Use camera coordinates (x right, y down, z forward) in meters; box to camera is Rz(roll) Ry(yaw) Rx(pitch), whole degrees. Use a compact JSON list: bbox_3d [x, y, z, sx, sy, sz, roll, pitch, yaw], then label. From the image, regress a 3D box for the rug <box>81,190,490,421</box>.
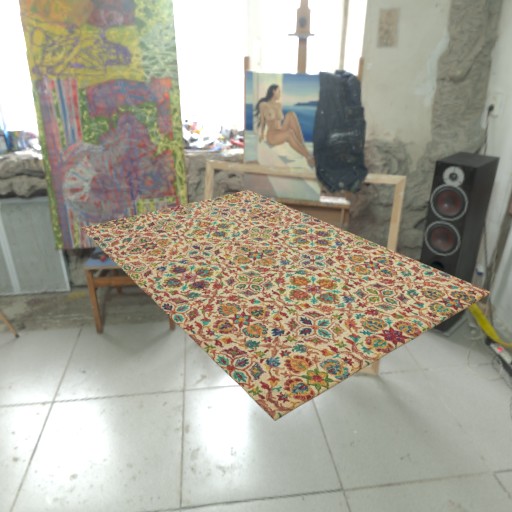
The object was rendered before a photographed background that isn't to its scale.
[{"bbox_3d":[0.000,0.000,2.296,1.226,0.013,1.838,-18,31,-32],"label":"rug"}]
